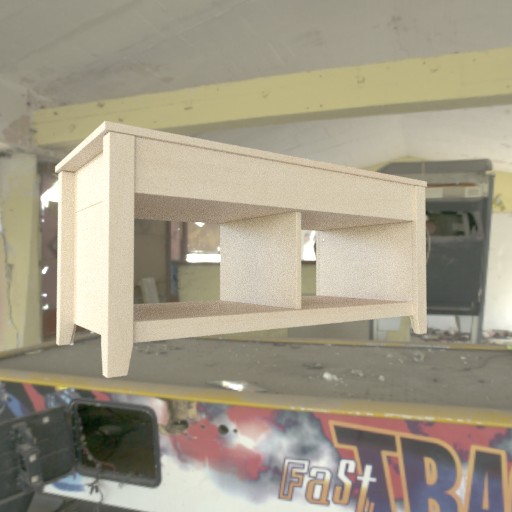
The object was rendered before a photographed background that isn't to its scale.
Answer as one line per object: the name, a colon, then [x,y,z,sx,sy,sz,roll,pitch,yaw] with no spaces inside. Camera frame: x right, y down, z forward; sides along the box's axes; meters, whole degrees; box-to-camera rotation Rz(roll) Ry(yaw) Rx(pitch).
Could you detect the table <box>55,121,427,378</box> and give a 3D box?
table: [0.000,0.000,1.306,1.016,0.483,0.457,1,-2,-35]
